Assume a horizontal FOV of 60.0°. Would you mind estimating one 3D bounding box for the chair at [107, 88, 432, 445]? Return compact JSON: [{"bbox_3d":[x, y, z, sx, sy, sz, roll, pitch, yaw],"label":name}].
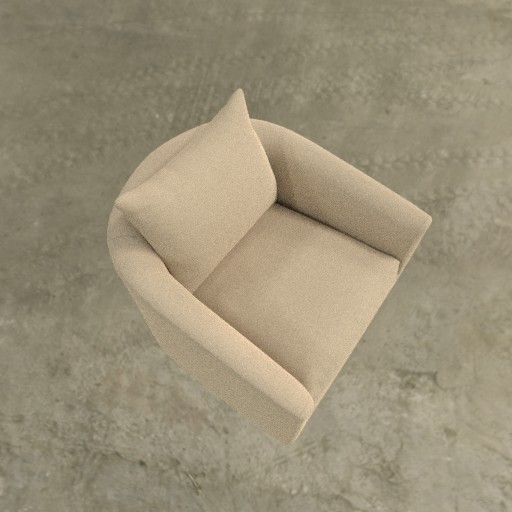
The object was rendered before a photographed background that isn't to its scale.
[{"bbox_3d":[0.000,0.000,1.600,0.910,0.848,0.845,32,64,18],"label":"chair"}]
